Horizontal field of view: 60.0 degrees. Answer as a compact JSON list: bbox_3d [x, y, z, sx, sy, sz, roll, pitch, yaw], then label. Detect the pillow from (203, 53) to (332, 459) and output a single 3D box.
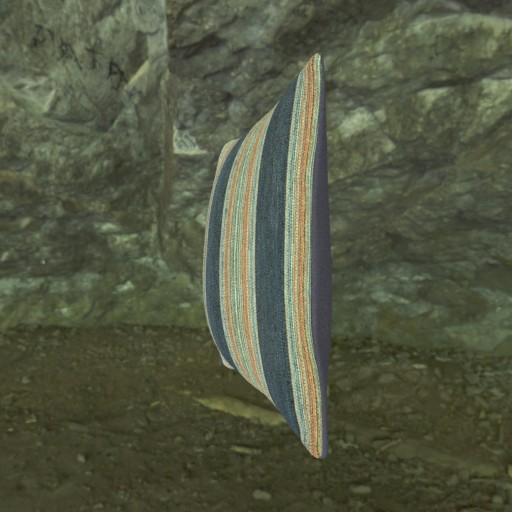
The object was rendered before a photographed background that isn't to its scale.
[{"bbox_3d":[0.000,0.000,0.653,0.136,0.419,0.437,0,0,-18],"label":"pillow"}]
